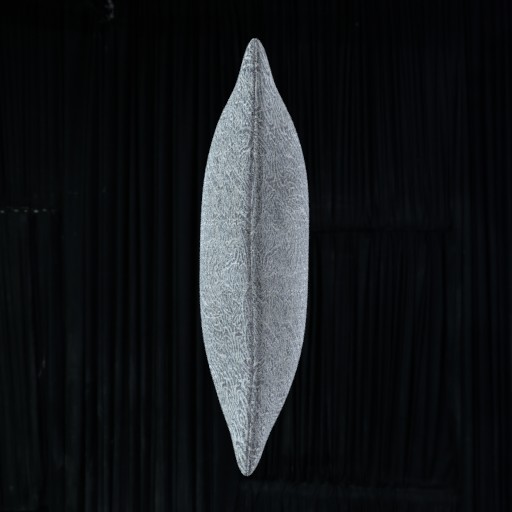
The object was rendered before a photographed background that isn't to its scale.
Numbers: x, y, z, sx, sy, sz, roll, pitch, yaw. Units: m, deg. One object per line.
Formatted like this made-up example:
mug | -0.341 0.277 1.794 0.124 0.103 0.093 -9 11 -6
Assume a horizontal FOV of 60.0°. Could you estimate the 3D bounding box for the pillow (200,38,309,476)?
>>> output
pillow | 0.000 0.000 0.773 0.166 0.510 0.523 0 1 1
